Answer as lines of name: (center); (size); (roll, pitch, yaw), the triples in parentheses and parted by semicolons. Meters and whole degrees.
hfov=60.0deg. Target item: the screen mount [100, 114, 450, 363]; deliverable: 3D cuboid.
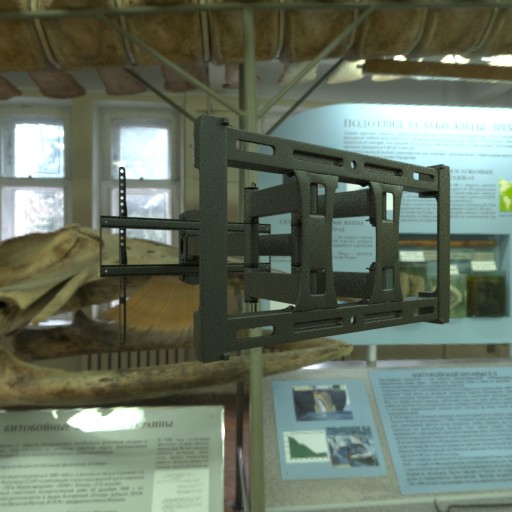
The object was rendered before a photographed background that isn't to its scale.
screen mount: (0.000, 0.000, 0.944); (0.571, 0.424, 0.556); (0, 0, -36)
